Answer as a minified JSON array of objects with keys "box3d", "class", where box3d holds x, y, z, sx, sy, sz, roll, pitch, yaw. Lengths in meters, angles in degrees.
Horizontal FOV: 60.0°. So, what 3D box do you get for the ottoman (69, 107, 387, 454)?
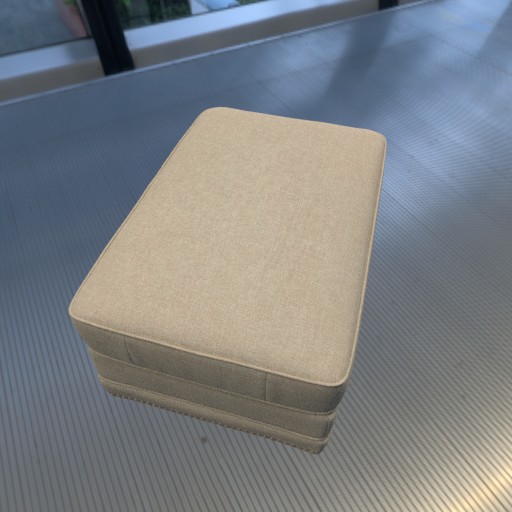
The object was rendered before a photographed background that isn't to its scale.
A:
[{"box3d":[0.000,0.000,1.159,0.559,0.458,0.813,12,48,11],"class":"ottoman"}]
